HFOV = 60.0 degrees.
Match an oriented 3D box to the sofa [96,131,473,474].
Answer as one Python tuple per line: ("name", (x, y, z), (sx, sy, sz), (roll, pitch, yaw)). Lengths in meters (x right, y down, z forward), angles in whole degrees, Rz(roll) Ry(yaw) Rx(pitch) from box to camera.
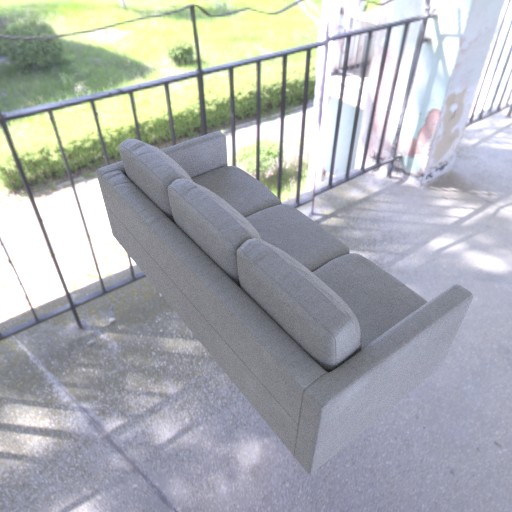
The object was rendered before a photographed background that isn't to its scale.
("sofa", (0.000, 0.000, 2.450), (0.944, 0.918, 1.983), (-26, 47, -27))
